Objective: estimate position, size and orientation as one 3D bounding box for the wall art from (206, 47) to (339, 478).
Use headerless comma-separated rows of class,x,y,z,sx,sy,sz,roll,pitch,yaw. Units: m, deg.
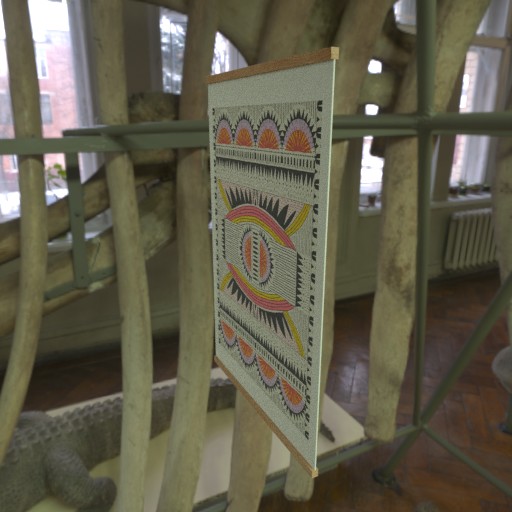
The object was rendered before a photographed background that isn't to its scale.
wall art,0.000,0.000,1.930,0.028,1.533,0.999,-9,19,-26
